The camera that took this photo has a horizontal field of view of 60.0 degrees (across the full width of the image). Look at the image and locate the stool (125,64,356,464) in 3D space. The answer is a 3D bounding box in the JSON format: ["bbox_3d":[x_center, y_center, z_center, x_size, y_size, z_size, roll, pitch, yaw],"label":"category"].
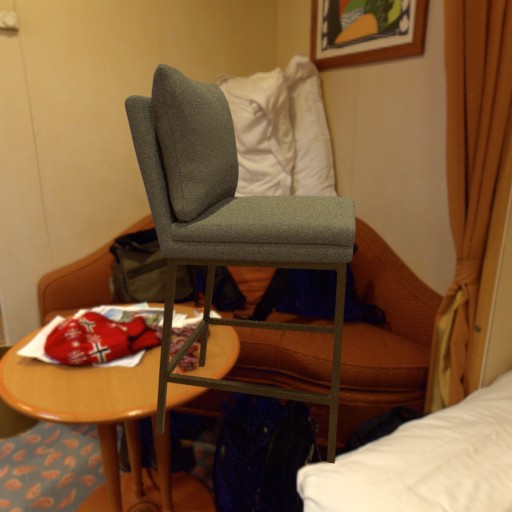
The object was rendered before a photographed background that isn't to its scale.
[{"bbox_3d":[0.000,0.000,1.336,0.569,1.031,0.463,3,17,11],"label":"stool"}]
